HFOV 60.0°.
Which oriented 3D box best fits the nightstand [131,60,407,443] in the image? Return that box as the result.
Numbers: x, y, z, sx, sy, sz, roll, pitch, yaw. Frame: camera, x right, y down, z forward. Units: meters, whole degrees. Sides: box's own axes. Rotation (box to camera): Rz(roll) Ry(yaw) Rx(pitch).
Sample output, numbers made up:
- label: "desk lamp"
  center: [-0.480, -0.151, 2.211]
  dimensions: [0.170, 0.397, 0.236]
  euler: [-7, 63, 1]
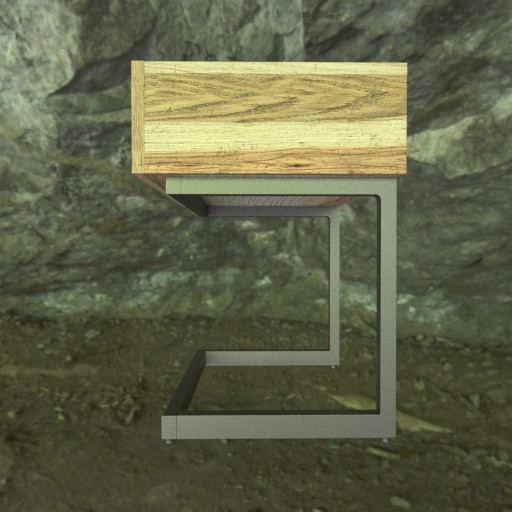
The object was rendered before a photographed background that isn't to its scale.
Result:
- label: "nightstand"
  center: [0.000, 0.000, 0.993]
  dimensions: [0.481, 0.632, 0.558]
  euler: [0, 1, -1]
